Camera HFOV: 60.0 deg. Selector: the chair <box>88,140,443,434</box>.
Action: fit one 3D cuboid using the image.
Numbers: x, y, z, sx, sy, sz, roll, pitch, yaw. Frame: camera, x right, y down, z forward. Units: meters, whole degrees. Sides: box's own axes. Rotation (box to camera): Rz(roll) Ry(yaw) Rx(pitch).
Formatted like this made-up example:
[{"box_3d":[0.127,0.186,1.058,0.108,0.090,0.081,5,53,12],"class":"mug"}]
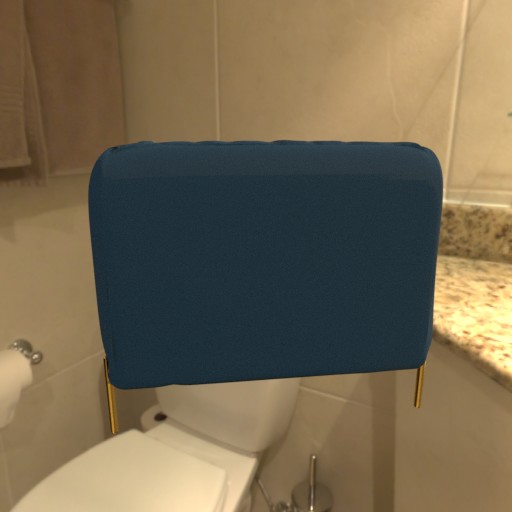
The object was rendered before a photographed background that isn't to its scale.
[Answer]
[{"box_3d":[0.000,0.000,1.548,0.947,0.793,0.877,-2,16,-7],"class":"chair"}]
